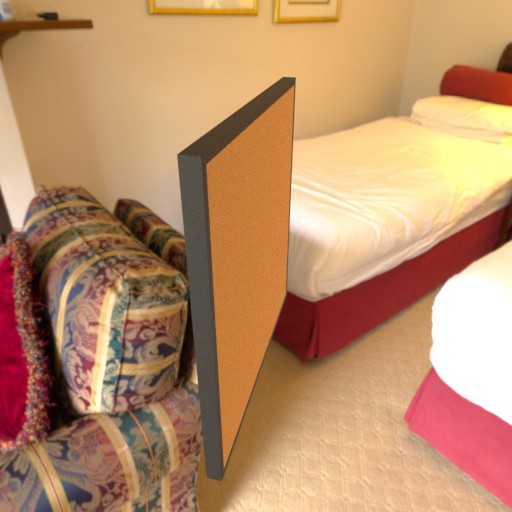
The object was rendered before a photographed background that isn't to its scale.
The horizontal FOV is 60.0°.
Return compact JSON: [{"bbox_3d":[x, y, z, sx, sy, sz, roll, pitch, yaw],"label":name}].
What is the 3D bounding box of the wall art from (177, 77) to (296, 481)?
[{"bbox_3d":[0.000,0.000,1.148,0.038,0.763,0.763,7,31,13],"label":"wall art"}]
